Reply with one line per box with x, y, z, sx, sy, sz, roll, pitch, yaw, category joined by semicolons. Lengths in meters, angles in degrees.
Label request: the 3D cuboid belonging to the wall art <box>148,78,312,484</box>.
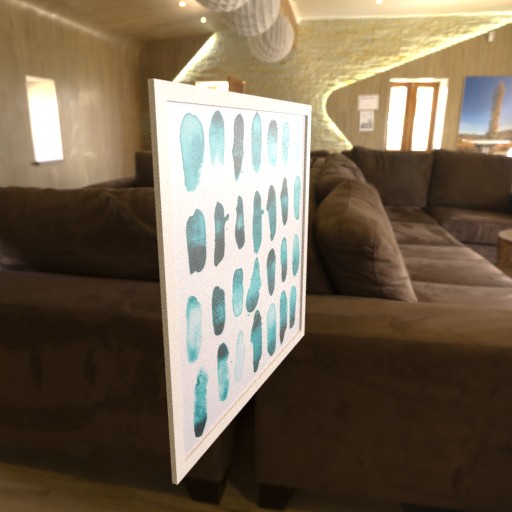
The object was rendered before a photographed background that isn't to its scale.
0.000;0.000;0.822;0.009;0.559;0.558;7;17;24;wall art
